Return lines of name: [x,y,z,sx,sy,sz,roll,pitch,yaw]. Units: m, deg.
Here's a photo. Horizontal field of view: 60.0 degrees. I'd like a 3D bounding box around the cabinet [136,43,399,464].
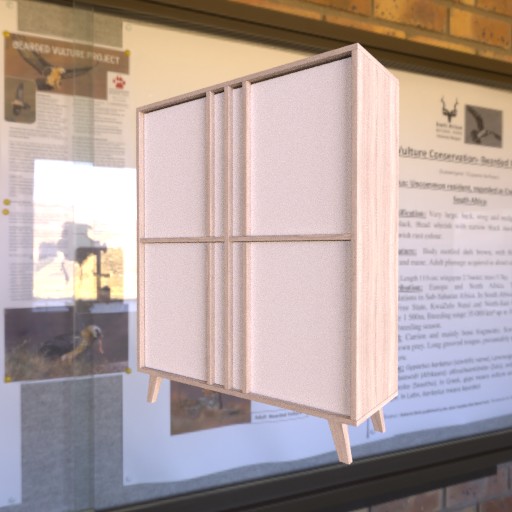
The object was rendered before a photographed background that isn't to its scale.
cabinet: [0.000,0.000,1.926,1.111,1.388,0.398,1,1,36]
